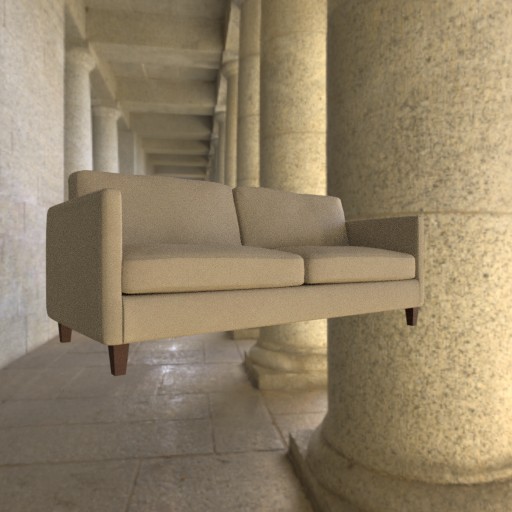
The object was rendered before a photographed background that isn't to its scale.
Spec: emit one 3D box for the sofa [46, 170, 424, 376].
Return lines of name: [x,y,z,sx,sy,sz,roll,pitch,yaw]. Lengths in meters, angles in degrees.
sofa: [0.000,0.000,2.685,2.181,0.932,0.948,0,0,-37]
